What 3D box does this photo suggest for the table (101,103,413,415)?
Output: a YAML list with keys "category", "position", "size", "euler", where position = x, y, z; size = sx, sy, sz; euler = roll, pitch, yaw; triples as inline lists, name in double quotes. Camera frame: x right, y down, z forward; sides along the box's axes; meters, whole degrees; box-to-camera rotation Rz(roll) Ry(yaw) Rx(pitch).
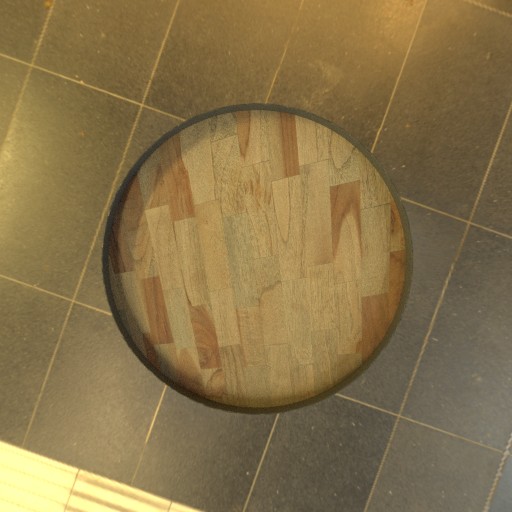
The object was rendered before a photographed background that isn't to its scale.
- category: "table"
  position: [0.000, 0.000, 0.920]
  size: [0.406, 0.686, 0.406]
  euler: [0, 91, 0]
